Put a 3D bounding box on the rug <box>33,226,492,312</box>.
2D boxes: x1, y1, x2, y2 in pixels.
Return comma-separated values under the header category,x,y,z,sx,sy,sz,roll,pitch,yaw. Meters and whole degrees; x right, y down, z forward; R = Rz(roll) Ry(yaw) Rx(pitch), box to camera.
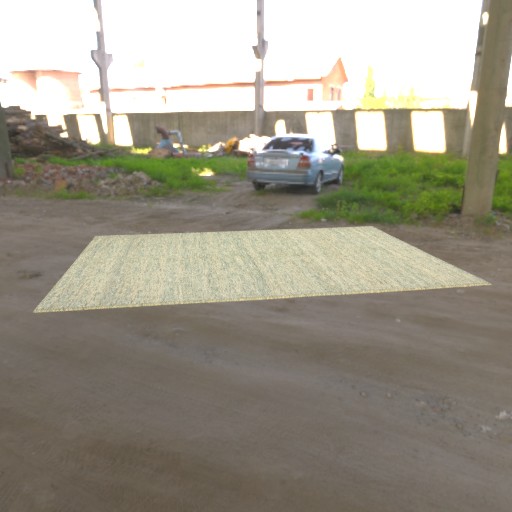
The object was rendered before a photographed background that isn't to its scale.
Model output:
category,x,y,z,sx,sy,sz,roll,pitch,yaw
rug,0.000,0.000,2.353,1.850,0.015,1.250,-3,16,-9
